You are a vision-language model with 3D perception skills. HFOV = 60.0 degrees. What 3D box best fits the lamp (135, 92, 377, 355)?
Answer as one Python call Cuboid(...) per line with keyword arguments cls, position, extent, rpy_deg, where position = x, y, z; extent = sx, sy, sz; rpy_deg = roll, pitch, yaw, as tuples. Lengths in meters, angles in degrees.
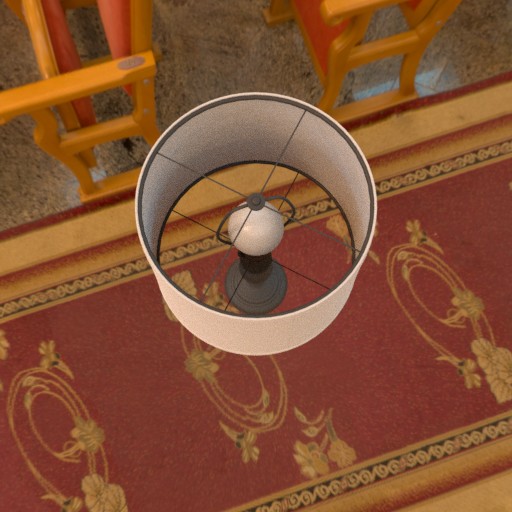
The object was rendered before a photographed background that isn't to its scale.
Cuboid(cls="lamp", position=(0.000, 0.000, 0.705), extent=(0.310, 0.501, 0.310), rpy_deg=(0, 76, 0))
